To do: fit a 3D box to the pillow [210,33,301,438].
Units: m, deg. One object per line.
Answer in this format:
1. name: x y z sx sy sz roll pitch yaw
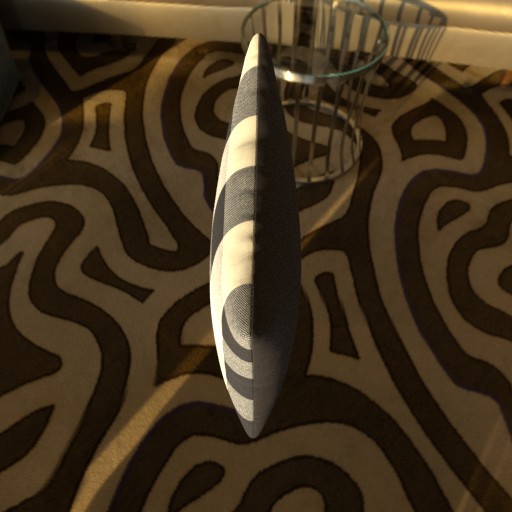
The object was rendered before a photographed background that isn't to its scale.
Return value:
1. pillow: 0.000 0.000 0.772 0.161 0.509 0.511 1 58 1
